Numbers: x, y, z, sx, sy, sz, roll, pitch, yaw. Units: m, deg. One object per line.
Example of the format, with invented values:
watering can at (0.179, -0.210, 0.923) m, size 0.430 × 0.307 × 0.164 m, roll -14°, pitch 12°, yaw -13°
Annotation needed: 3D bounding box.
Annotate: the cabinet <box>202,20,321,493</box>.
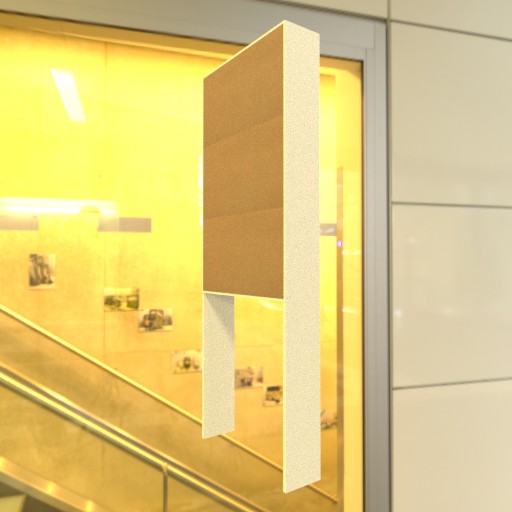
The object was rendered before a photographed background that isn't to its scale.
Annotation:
cabinet at (0.000, 0.000, 1.973) m, size 0.192 × 1.770 × 0.643 m, roll 1°, pitch -1°, yaw -36°
